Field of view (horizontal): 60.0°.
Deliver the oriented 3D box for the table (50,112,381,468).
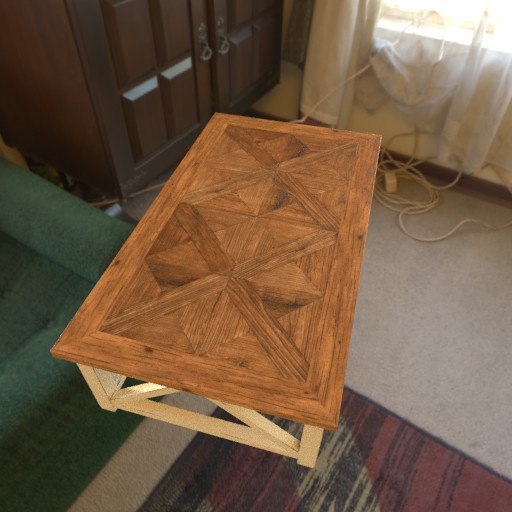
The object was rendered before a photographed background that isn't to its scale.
[{"bbox_3d":[0.000,0.000,1.772,0.800,0.410,1.400,11,47,11],"label":"table"}]
